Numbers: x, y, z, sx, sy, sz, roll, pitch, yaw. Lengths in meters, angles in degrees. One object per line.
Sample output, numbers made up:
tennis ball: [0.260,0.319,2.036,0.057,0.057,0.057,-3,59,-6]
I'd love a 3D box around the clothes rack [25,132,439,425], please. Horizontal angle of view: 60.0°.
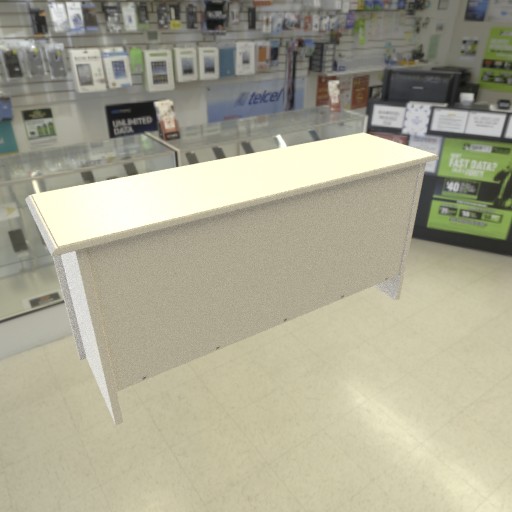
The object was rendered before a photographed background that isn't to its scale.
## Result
clothes rack: [0.000,0.000,1.342,1.120,0.531,0.324,-17,34,-28]
